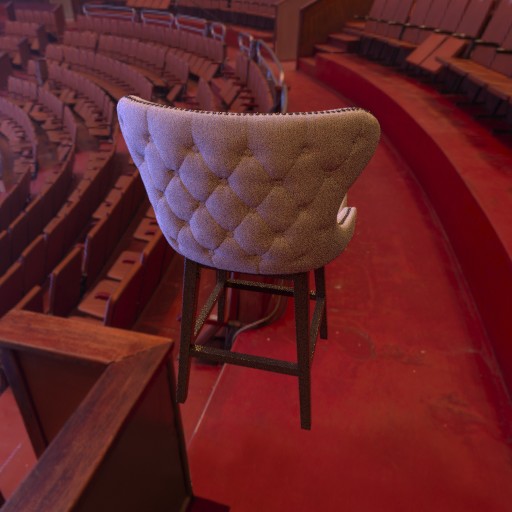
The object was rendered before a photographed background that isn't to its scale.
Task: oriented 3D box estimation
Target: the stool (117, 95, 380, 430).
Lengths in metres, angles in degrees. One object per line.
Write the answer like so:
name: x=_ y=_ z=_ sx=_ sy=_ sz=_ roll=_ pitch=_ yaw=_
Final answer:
stool: x=0.000 y=0.000 z=1.336 sx=0.615 sy=0.972 sz=0.597 roll=7 pitch=31 yaw=12
